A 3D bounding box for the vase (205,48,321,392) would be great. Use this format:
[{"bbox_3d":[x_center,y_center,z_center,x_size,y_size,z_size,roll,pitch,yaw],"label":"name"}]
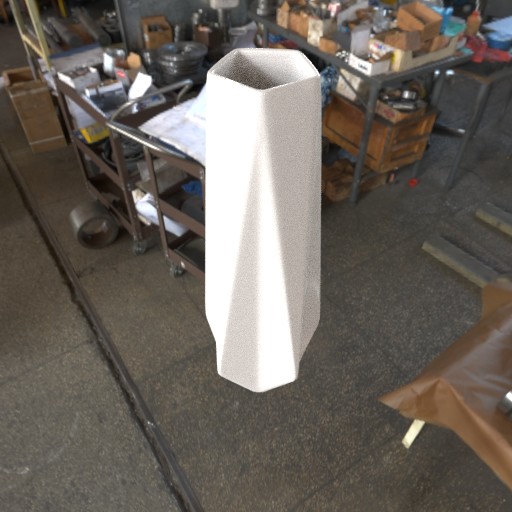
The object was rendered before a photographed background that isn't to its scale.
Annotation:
[{"bbox_3d":[0.000,0.000,0.387,0.116,0.329,0.122,16,47,16],"label":"vase"}]
